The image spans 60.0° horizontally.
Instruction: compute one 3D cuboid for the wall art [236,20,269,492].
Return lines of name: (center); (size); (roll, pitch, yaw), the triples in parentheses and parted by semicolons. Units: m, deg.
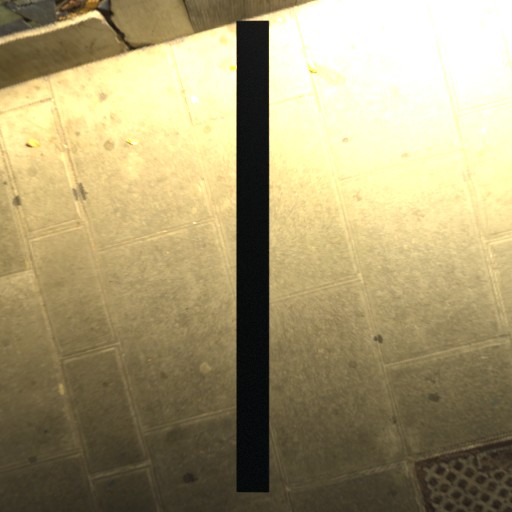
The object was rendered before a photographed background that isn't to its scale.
wall art: (0.000, 0.000, 0.730); (0.036, 0.508, 0.508); (0, 90, 1)
